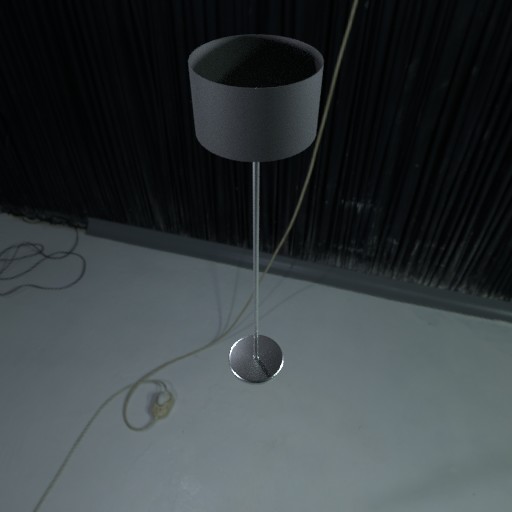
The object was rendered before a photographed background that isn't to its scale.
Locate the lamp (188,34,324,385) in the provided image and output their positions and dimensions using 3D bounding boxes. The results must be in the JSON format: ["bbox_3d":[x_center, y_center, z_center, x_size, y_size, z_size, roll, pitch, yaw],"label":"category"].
[{"bbox_3d":[0.000,0.000,1.654,0.348,1.443,0.348,9,46,9],"label":"lamp"}]
